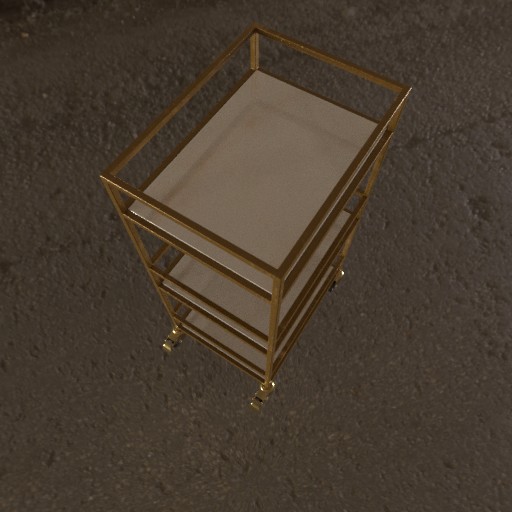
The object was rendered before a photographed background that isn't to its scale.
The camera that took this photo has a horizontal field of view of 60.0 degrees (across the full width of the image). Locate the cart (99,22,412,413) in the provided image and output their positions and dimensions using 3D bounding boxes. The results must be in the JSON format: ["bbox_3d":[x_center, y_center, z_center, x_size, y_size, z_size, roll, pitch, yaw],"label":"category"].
[{"bbox_3d":[0.000,0.000,1.001,0.332,0.761,0.483,30,66,14],"label":"cart"}]
